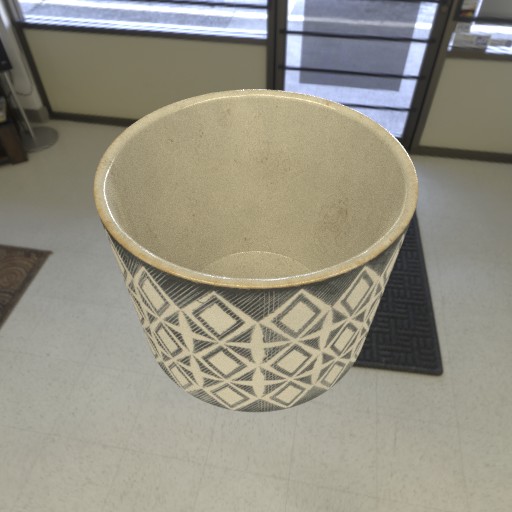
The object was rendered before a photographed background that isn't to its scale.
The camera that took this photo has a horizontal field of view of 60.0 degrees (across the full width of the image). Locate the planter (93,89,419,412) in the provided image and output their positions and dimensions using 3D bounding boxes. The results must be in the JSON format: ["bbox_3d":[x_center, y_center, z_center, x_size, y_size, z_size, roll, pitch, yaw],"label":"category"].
[{"bbox_3d":[0.000,0.000,0.330,0.192,0.165,0.192,0,47,0],"label":"planter"}]
